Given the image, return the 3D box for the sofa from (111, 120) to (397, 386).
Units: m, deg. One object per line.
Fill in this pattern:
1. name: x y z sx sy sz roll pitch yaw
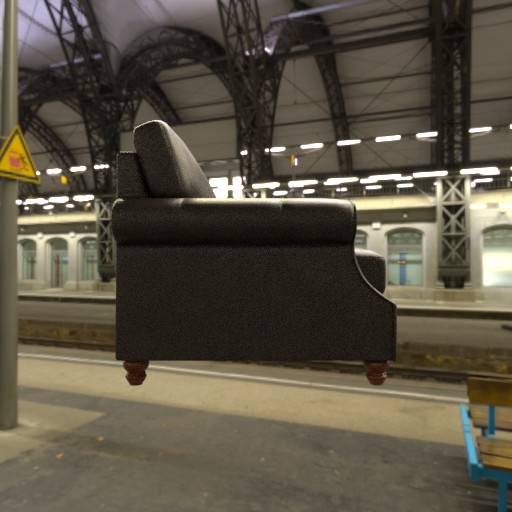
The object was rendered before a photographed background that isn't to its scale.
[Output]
1. sofa: 0.000 0.000 2.349 1.030 0.979 1.663 0 -1 0
